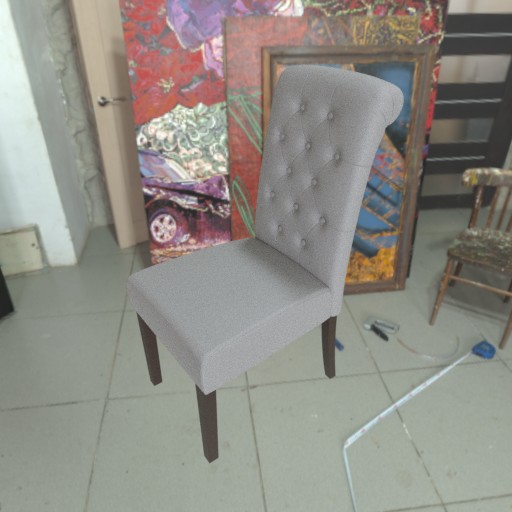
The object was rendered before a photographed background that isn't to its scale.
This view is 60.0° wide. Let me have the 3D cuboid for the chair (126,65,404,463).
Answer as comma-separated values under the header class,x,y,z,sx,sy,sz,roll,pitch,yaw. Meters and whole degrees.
class,x,y,z,sx,sy,sz,roll,pitch,yaw
chair,0.000,0.000,1.344,0.671,1.006,0.456,-22,38,-31
